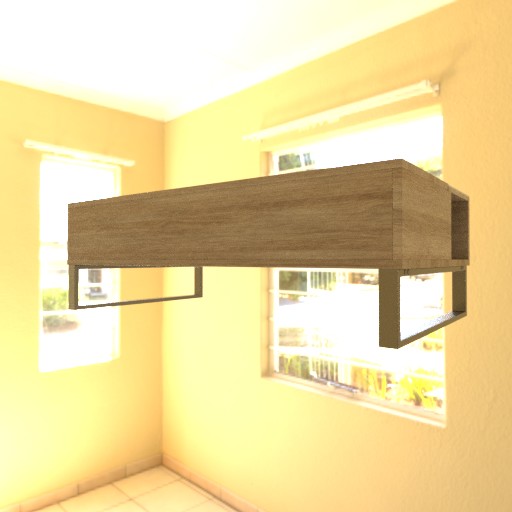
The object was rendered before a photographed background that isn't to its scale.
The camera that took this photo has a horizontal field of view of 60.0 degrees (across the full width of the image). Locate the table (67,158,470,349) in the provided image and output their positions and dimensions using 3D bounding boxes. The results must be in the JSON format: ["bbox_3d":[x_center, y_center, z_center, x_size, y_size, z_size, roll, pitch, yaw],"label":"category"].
[{"bbox_3d":[0.000,0.000,1.372,1.100,0.350,0.600,0,-1,36],"label":"table"}]
